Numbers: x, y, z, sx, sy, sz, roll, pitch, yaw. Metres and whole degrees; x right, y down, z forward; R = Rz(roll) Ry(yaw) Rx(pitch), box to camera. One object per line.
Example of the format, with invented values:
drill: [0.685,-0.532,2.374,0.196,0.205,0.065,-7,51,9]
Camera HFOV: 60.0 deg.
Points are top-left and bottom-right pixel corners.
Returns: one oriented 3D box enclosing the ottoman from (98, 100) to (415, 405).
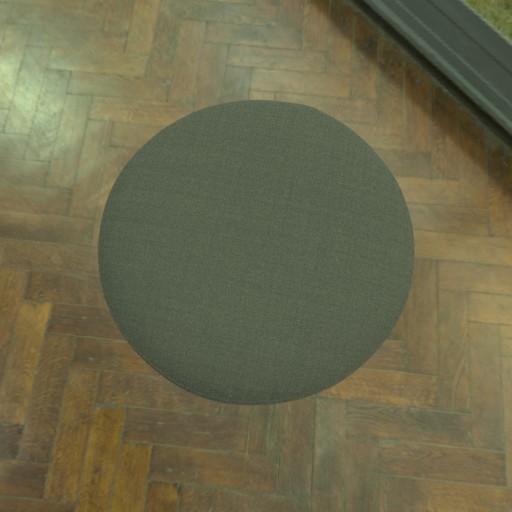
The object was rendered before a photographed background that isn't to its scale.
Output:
ottoman: [0.000,0.000,1.222,0.772,0.460,0.772,0,75,0]
